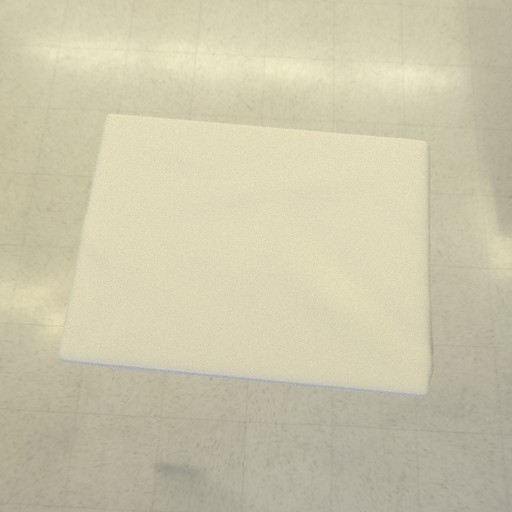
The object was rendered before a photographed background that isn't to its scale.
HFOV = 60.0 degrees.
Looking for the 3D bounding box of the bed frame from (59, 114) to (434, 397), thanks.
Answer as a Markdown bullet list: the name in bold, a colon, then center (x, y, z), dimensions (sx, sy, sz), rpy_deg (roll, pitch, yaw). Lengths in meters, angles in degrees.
- **bed frame**: center (0.000, 0.000, 2.911), dimensions (2.151, 0.667, 1.584), rpy_deg (5, 76, 1)
